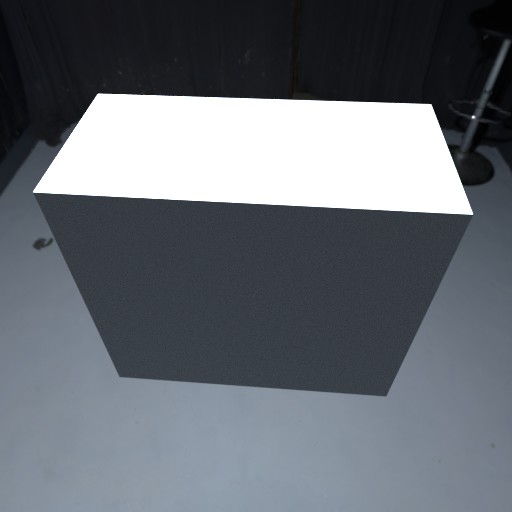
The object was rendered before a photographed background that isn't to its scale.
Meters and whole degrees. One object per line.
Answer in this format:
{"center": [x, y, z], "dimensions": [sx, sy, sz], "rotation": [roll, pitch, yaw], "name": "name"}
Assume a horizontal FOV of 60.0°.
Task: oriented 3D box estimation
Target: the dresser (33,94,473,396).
{"center": [0.000, 0.000, 1.245], "dimensions": [0.830, 0.740, 0.420], "rotation": [3, 47, 3], "name": "dresser"}
